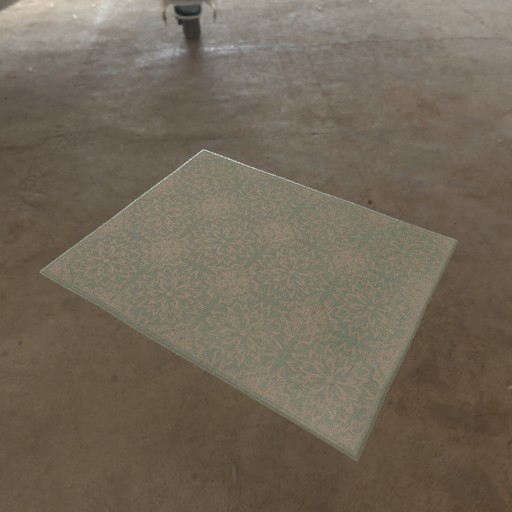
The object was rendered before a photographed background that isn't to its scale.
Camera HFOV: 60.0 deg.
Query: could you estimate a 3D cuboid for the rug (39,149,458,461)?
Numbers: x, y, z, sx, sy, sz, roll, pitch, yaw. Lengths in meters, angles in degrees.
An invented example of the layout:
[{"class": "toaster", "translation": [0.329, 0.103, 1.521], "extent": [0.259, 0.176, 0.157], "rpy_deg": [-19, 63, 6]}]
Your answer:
[{"class": "rug", "translation": [0.000, 0.000, 3.999], "extent": [2.980, 0.012, 2.363], "rpy_deg": [24, 50, 22]}]
